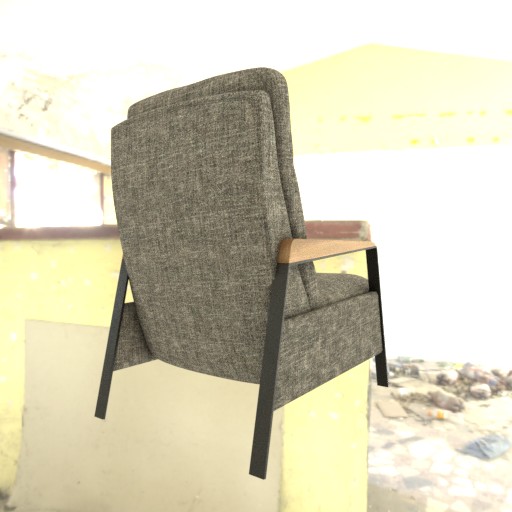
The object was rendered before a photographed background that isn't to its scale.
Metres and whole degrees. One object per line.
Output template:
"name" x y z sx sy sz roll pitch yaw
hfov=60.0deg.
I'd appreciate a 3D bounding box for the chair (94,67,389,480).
"chair" 0.000 0.000 1.587 0.671 1.042 0.868 1 1 36
